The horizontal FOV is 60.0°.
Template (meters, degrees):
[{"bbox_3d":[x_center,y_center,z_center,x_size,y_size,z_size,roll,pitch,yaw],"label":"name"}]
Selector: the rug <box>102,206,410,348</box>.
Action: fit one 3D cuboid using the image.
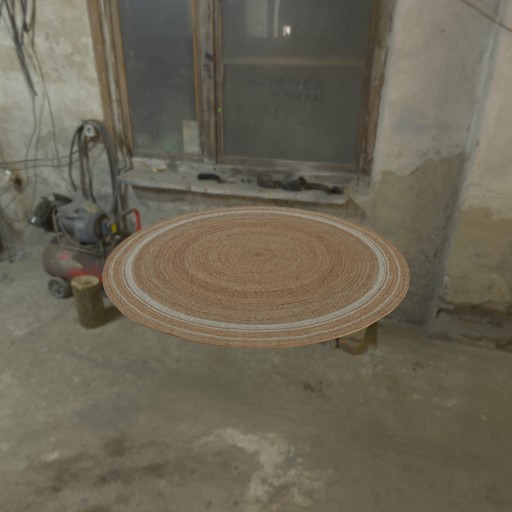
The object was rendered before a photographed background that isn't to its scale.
[{"bbox_3d":[0.000,0.000,3.692,2.444,0.015,2.444,0,26,0],"label":"rug"}]
